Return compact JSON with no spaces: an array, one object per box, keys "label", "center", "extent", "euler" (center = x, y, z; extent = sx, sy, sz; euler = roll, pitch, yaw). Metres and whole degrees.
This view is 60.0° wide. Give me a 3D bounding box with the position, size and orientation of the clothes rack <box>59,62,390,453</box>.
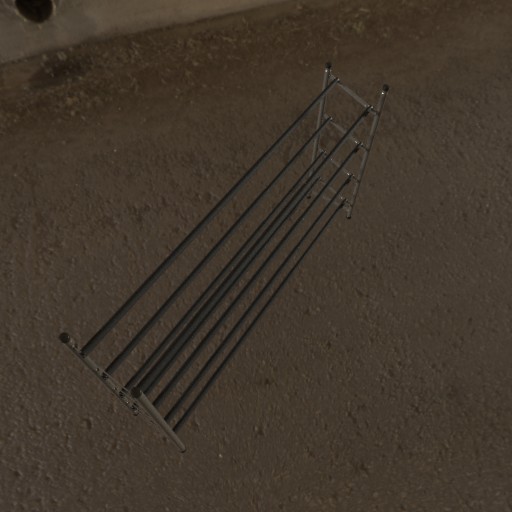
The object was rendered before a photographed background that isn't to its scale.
[{"label":"clothes rack","center":[0.000,0.000,1.442],"extent":[0.229,0.672,1.168],"euler":[30,62,18]}]
